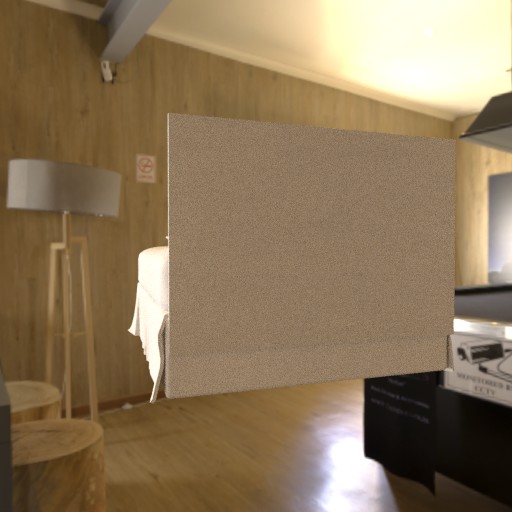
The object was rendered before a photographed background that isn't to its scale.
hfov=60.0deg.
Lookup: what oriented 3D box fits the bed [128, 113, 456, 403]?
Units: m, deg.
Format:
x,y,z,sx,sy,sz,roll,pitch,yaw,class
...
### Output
x,y,z,sx,sy,sz,roll,pitch,yaw,class
0.000,0.000,3.241,1.745,1.335,2.094,0,1,-18,bed
